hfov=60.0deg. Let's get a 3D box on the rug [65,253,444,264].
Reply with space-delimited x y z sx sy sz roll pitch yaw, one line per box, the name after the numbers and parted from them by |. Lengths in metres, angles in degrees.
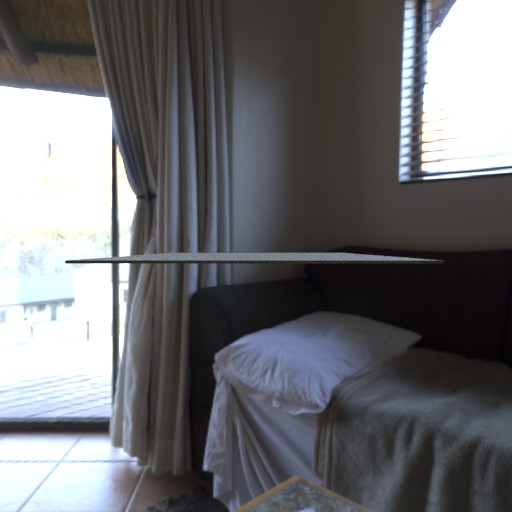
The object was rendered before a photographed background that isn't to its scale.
0.000 0.000 2.937 1.547 0.013 2.283 0 1 0 | rug
